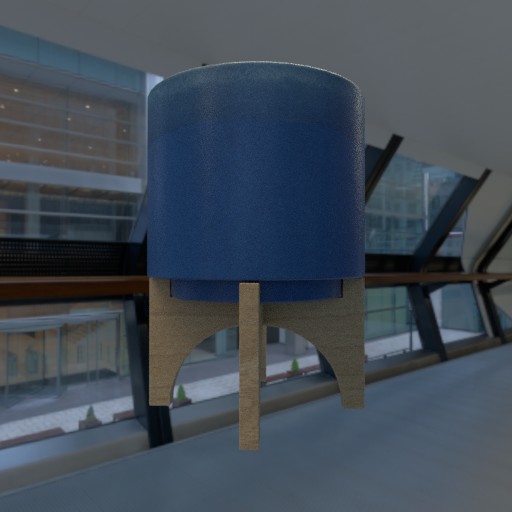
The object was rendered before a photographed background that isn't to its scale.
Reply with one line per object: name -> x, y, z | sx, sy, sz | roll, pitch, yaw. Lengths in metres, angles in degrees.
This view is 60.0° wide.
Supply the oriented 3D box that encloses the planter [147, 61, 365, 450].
planter -> 0.000, 0.000, 0.547 | 0.261, 0.367, 0.261 | 0, 0, 0
